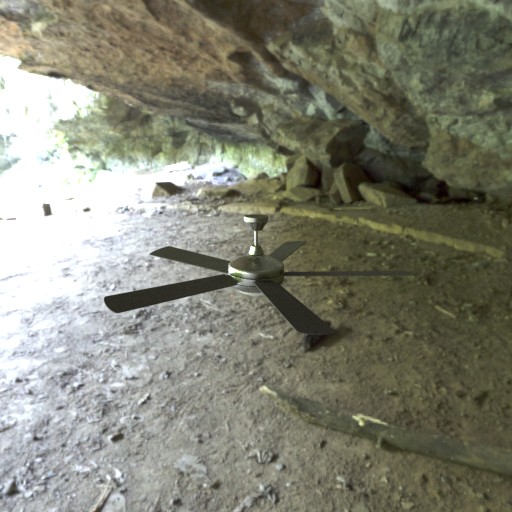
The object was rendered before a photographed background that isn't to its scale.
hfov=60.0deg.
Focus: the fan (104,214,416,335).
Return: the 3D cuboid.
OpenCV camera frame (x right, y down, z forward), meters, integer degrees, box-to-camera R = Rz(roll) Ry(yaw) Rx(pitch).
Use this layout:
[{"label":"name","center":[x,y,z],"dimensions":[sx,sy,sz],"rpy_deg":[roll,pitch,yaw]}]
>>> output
[{"label":"fan","center":[0.000,0.000,1.959],"dimensions":[1.321,0.356,1.321],"rpy_deg":[-7,16,-25]}]
